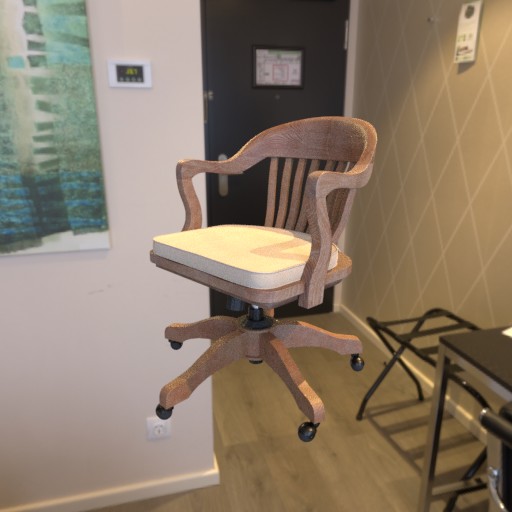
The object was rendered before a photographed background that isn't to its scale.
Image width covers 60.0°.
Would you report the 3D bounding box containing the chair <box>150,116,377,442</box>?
[{"bbox_3d":[0.000,0.000,1.450,0.750,0.878,0.788,16,23,43],"label":"chair"}]
